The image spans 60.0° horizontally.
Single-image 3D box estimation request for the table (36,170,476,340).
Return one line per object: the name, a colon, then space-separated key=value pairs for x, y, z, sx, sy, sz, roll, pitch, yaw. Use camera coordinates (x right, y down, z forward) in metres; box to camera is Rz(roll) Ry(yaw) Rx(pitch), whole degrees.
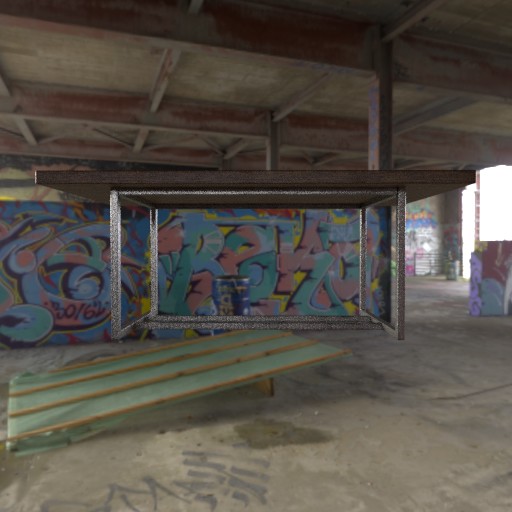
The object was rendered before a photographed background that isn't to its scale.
table: x=0.000 y=0.000 z=2.542 sx=1.989 sy=0.795 sz=1.078 roll=0 pitch=1 yaw=0
